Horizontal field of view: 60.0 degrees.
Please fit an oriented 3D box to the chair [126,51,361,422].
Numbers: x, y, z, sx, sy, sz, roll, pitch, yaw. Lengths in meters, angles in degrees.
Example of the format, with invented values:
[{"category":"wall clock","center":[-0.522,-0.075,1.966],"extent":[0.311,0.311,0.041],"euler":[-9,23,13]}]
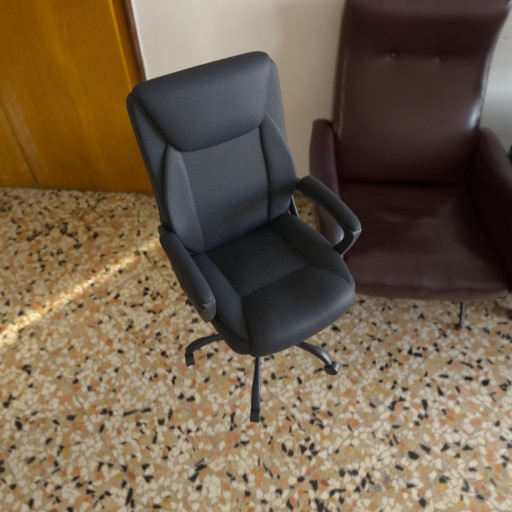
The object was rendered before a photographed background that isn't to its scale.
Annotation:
[{"category":"chair","center":[0.000,0.000,1.476],"extent":[0.615,1.072,0.655],"euler":[-25,53,-20]}]
